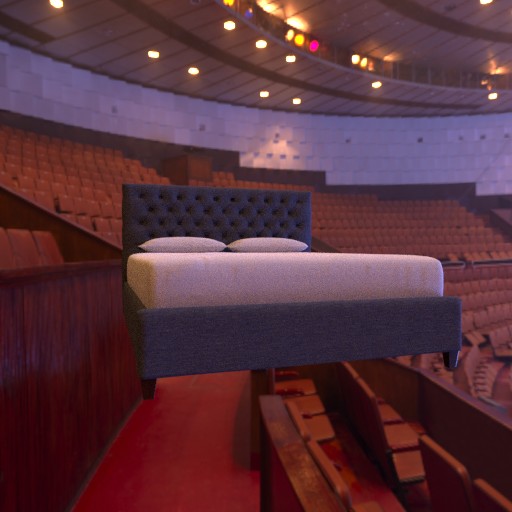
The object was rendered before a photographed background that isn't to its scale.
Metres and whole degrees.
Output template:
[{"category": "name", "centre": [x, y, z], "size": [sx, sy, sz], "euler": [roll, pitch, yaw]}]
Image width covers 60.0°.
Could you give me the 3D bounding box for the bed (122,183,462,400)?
[{"category": "bed", "centre": [0.000, 0.000, 3.676], "size": [2.078, 1.427, 2.387], "euler": [0, 1, -18]}]
